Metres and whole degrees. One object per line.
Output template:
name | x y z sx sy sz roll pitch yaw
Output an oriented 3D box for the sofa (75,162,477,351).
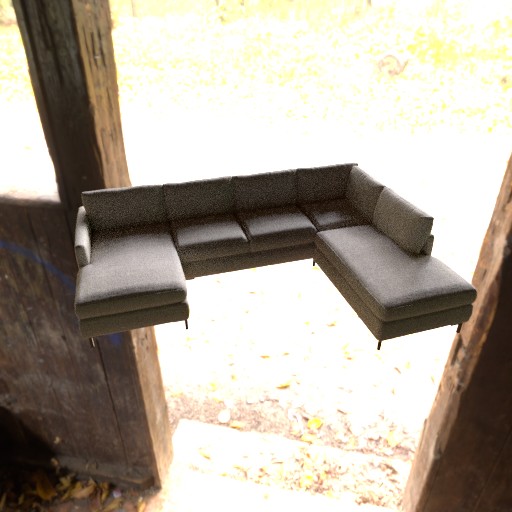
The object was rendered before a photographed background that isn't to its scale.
sofa | 0.000 0.000 3.534 2.737 0.756 1.879 -9 33 -14
